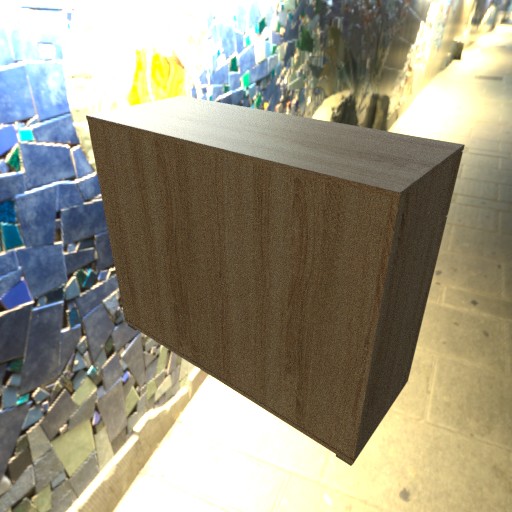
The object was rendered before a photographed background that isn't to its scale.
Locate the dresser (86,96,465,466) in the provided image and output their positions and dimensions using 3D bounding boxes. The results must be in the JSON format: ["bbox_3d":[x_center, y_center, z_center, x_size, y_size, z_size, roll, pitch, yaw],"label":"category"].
[{"bbox_3d":[0.000,0.000,1.570,1.100,0.900,0.450,22,37,32],"label":"dresser"}]
